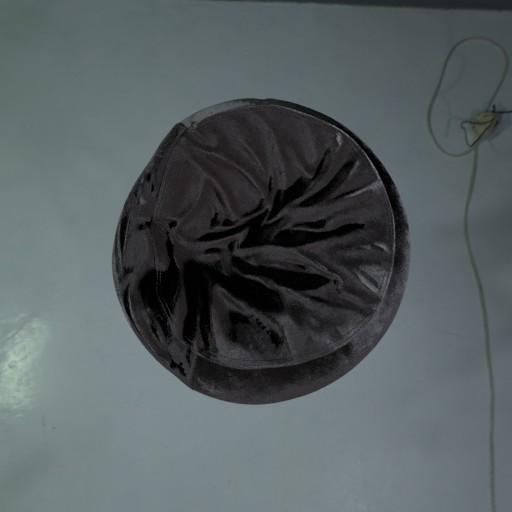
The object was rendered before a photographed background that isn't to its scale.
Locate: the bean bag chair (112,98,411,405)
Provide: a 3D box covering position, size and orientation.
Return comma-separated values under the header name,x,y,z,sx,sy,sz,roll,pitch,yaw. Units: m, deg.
name,x,y,z,sx,sy,sz,roll,pitch,yaw
bean bag chair,0.000,0.000,1.464,0.918,0.605,0.918,0,76,0
